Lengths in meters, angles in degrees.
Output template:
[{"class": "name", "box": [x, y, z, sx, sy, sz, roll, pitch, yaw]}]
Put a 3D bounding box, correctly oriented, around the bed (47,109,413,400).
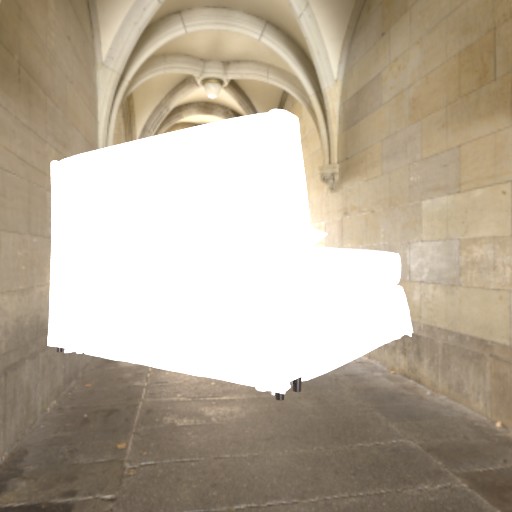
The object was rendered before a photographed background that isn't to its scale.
[{"class": "bed", "box": [0.000, 0.000, 3.422, 1.925, 1.332, 2.276, 0, -1, 35]}]
